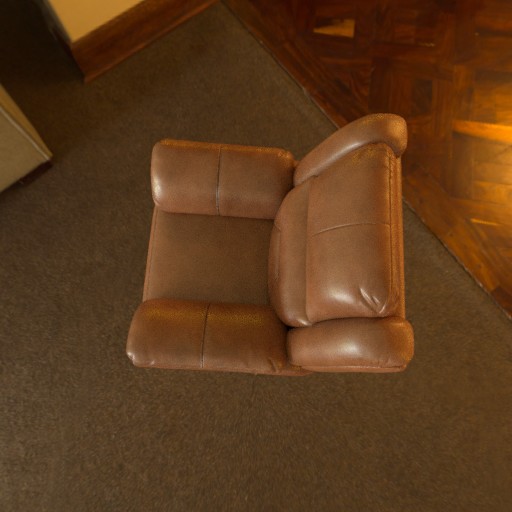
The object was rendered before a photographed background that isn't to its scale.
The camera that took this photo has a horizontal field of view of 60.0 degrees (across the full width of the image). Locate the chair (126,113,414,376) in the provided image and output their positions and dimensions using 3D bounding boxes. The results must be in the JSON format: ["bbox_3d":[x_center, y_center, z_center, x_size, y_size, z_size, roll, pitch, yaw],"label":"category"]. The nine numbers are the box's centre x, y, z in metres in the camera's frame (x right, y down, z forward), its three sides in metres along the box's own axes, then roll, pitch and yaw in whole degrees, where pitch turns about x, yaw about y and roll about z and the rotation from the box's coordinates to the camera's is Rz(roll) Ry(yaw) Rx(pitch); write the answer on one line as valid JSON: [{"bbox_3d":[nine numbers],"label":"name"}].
[{"bbox_3d":[0.000,0.000,1.926,1.041,1.093,0.990,3,75,1],"label":"chair"}]
